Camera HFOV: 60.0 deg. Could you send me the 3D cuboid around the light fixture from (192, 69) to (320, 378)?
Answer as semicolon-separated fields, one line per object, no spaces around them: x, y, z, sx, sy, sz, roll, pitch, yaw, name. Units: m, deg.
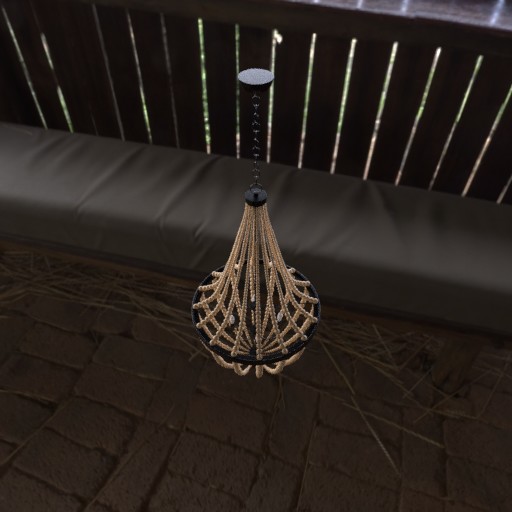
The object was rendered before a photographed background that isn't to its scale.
0.000;0.000;1.378;0.450;1.133;0.450;0;46;0;light fixture
